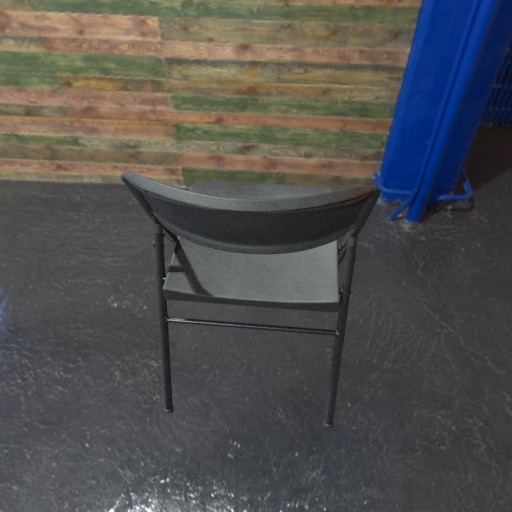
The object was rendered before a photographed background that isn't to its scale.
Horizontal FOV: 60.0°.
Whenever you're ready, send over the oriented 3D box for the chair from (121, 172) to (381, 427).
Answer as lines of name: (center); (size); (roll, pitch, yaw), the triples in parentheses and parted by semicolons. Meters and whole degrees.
chair: (0.000, 0.000, 1.170); (0.494, 0.810, 0.566); (4, 46, 4)
